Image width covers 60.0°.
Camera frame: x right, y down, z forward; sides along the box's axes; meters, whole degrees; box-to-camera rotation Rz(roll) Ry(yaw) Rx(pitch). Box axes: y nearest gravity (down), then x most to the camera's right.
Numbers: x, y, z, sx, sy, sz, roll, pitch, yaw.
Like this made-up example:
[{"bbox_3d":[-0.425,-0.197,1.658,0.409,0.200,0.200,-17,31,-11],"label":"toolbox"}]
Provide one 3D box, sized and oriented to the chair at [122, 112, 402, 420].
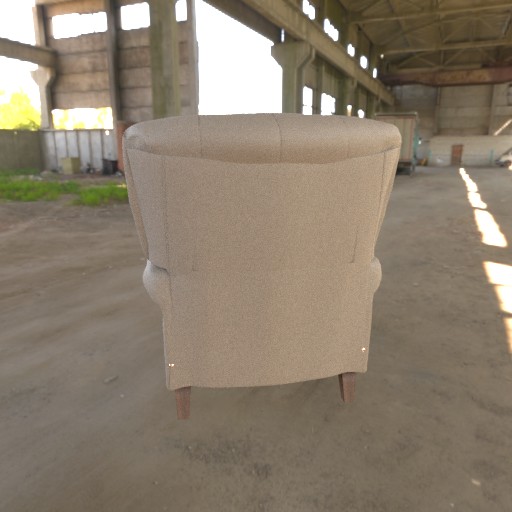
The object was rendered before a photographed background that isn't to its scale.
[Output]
[{"bbox_3d":[0.000,0.000,1.931,0.999,1.138,1.041,-2,14,-9],"label":"chair"}]
